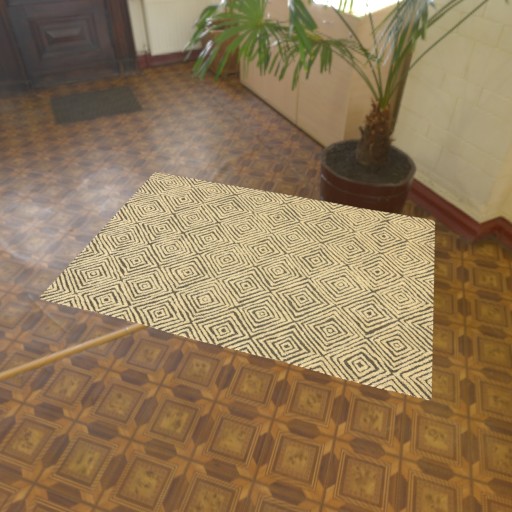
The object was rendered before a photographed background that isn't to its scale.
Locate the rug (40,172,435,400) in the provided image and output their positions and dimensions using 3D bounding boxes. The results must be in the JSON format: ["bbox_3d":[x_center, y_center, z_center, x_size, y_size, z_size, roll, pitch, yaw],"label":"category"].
[{"bbox_3d":[0.000,0.000,2.281,1.750,0.004,1.177,12,43,13],"label":"rug"}]
